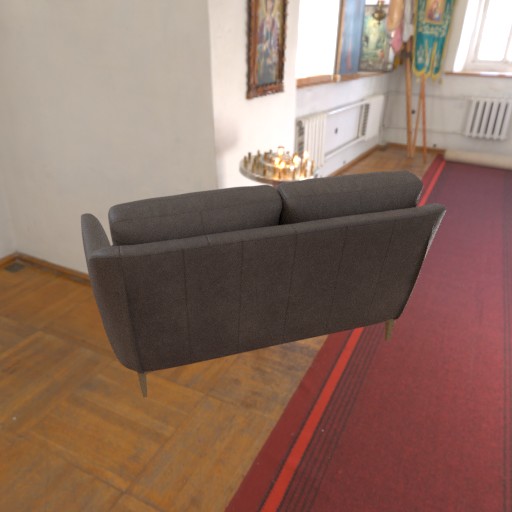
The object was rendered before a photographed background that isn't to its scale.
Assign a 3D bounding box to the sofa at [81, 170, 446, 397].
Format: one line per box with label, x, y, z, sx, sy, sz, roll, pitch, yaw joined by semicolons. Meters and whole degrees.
sofa;0.000;0.000;2.209;1.619;0.902;0.960;-9;28;-16
